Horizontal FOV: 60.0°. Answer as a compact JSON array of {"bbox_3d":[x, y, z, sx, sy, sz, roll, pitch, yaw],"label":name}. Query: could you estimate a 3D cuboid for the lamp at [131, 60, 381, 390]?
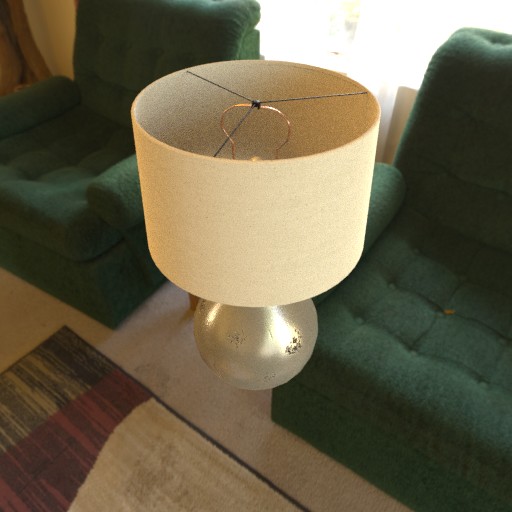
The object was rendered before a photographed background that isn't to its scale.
[{"bbox_3d":[0.000,0.000,0.728,0.330,0.521,0.330,0,42,0],"label":"lamp"}]
